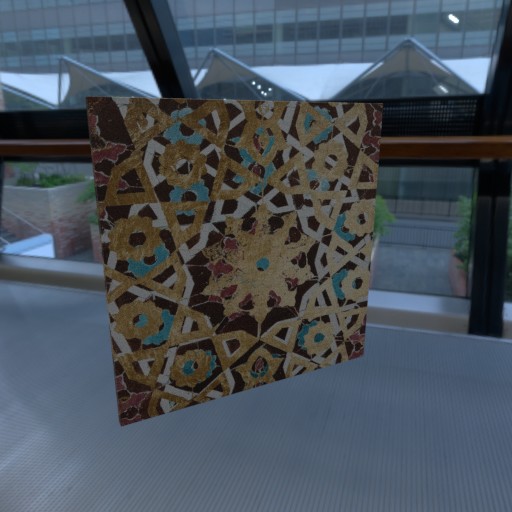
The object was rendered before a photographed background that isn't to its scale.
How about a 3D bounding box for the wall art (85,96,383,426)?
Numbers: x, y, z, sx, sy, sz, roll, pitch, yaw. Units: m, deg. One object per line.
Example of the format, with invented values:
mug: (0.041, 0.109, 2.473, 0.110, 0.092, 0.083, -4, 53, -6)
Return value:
wall art: (0.000, 0.000, 1.152, 0.757, 0.762, 0.028, -8, 19, -26)
